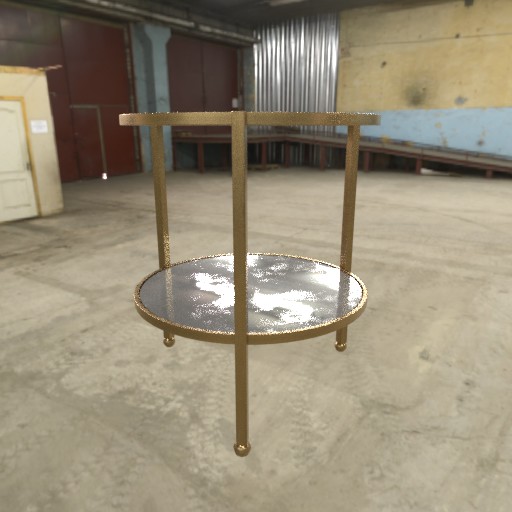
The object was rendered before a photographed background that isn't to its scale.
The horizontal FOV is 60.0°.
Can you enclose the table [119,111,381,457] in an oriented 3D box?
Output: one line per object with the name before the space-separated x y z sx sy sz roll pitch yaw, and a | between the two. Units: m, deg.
table | 0.000 0.000 0.447 0.243 0.269 0.231 -8 18 -26
